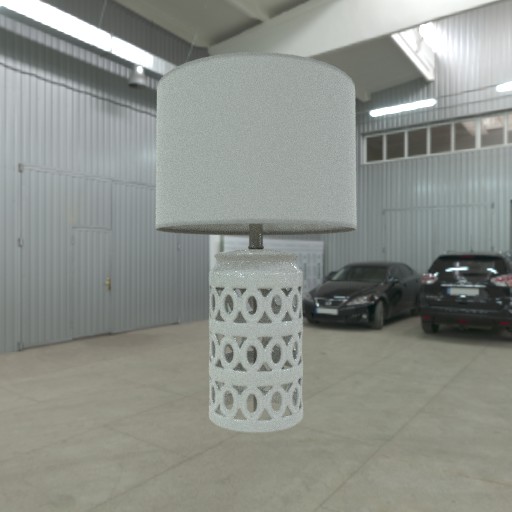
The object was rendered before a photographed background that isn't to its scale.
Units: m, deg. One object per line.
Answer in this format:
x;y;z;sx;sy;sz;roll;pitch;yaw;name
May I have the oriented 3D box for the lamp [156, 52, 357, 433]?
0.000;0.000;0.699;0.310;0.502;0.310;0;0;0;lamp
